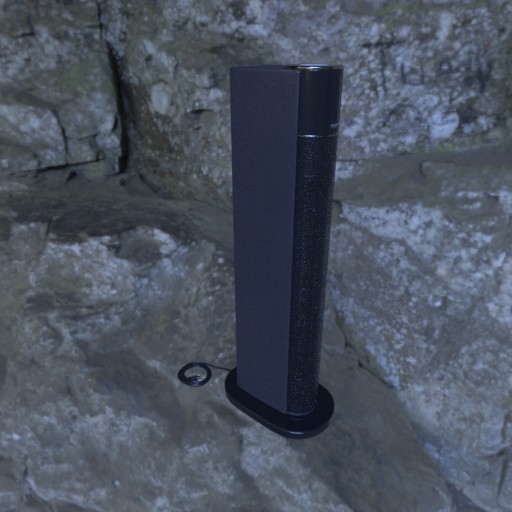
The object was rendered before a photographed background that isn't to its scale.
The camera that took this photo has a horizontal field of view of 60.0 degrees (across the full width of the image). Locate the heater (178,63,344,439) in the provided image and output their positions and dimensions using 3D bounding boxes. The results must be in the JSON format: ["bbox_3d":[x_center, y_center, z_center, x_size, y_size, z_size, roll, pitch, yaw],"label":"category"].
[{"bbox_3d":[0.000,0.000,1.072,0.458,0.856,0.214,18,31,32],"label":"heater"}]
